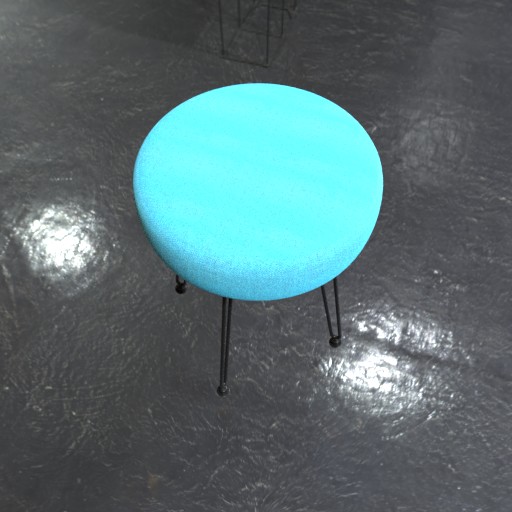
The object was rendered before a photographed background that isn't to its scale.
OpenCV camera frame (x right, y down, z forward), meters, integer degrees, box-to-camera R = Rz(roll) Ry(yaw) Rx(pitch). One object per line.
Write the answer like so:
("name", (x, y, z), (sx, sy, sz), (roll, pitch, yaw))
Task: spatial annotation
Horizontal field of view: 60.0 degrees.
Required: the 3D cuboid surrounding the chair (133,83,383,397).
("chair", (0.000, 0.000, 0.696), (0.350, 0.440, 0.350), (18, 60, 11))
